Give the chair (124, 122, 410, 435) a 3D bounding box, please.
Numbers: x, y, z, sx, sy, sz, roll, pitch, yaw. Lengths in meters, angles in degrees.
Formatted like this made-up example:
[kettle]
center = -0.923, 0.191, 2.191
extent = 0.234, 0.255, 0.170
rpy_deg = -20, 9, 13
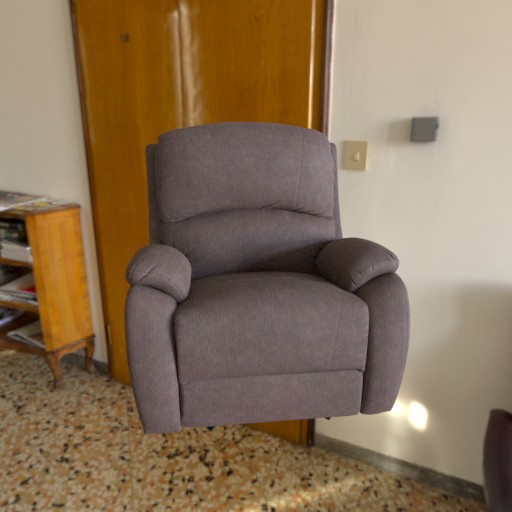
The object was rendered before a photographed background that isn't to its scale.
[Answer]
[chair]
center = 0.000, 0.000, 1.742
extent = 0.930, 1.011, 0.899
rpy_deg = -2, 17, -8
